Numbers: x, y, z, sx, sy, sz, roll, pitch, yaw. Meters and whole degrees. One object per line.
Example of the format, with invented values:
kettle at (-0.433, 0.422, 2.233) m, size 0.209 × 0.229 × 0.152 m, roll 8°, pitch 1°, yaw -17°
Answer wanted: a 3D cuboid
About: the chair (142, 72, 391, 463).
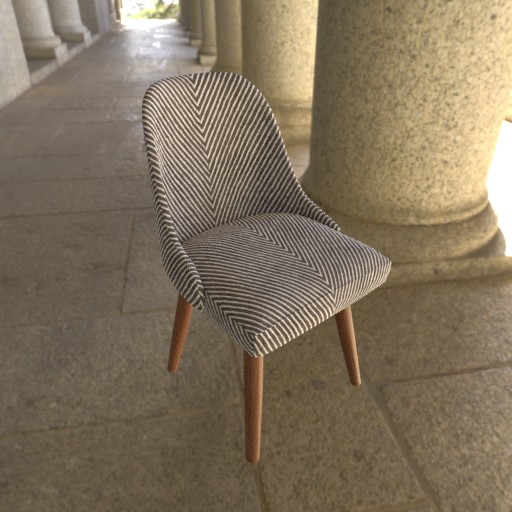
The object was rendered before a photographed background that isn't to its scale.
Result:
chair at (0.000, 0.000, 1.241) m, size 0.504 × 0.883 × 0.591 m, roll -23°, pitch 38°, yaw -33°
